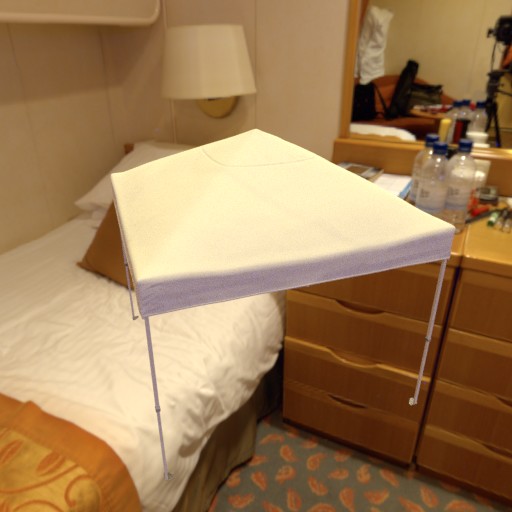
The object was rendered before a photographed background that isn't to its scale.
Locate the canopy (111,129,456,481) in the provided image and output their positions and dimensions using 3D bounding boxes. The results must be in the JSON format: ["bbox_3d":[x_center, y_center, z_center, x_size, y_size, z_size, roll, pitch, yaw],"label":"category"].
[{"bbox_3d":[0.000,0.000,5.339,2.996,2.997,2.998,-9,28,-18],"label":"canopy"}]
